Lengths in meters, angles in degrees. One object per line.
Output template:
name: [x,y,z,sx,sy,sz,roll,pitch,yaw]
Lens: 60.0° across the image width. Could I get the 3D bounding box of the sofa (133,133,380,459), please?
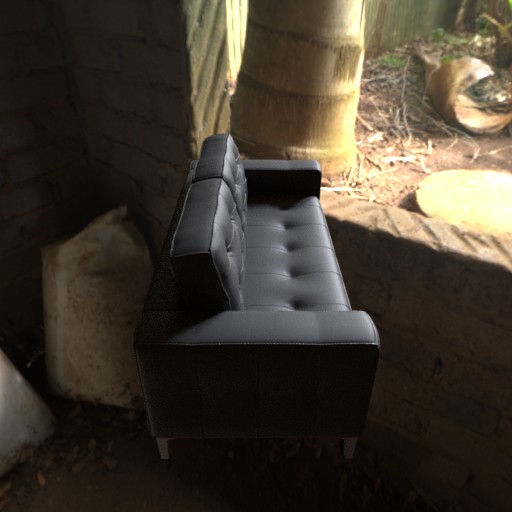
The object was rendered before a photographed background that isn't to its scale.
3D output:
sofa: [0.000,0.000,2.241,0.833,0.893,1.726,0,33,0]
